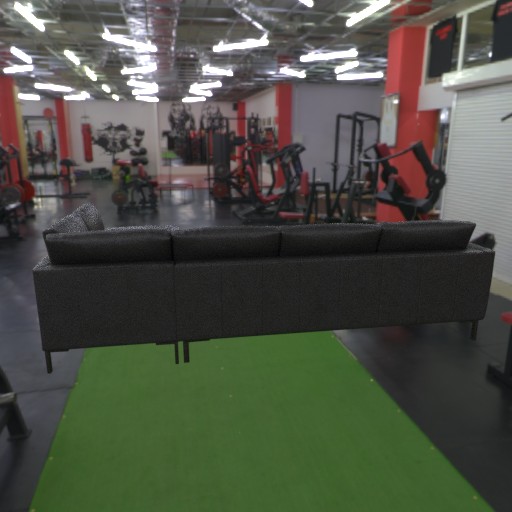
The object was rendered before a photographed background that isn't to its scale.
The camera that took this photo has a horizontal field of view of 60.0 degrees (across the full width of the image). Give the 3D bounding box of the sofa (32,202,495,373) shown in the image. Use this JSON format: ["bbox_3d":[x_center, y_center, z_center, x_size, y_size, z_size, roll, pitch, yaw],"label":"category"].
[{"bbox_3d":[0.000,0.000,3.721,2.984,0.877,1.938,-2,15,-9],"label":"sofa"}]
